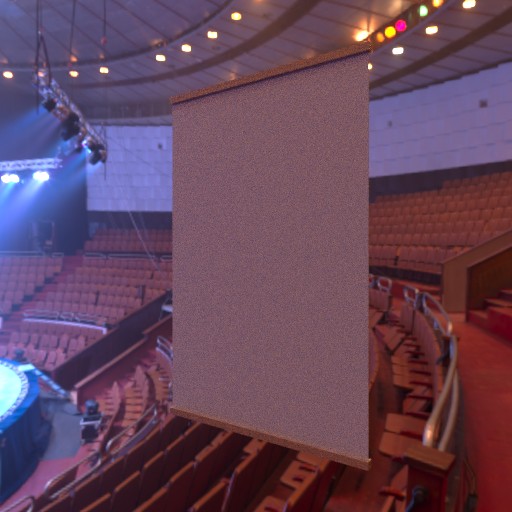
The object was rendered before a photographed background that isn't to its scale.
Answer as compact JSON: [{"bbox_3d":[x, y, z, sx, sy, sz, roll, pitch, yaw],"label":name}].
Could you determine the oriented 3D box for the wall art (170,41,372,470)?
[{"bbox_3d":[0.000,0.000,1.863,0.990,1.519,0.030,0,0,35],"label":"wall art"}]
